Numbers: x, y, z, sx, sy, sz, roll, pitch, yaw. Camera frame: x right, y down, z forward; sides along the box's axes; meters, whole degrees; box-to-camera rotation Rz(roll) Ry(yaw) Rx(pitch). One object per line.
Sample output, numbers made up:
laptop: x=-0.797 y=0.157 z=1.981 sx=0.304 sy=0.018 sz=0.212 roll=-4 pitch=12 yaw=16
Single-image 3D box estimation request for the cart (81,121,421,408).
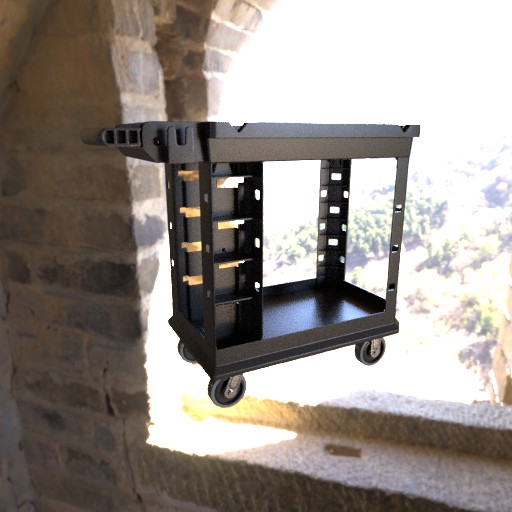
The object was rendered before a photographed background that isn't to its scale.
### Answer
cart: x=0.000 y=0.000 z=1.550 sx=1.061 sy=0.884 sz=0.497 roll=-8 pitch=17 yaw=-26
